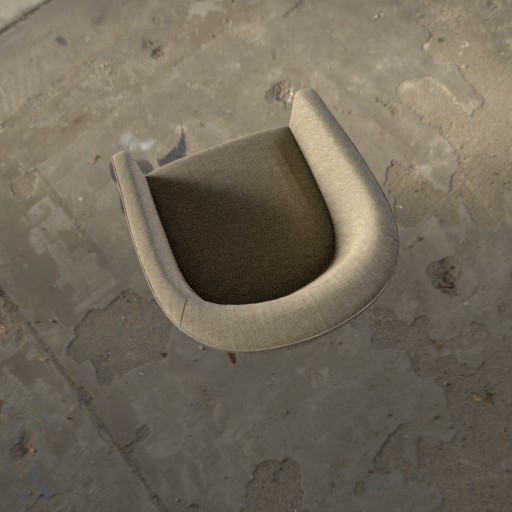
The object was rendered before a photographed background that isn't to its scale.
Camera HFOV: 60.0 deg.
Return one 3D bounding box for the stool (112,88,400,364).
[{"bbox_3d":[0.000,0.000,1.353,0.559,0.952,0.635,-21,75,-6],"label":"stool"}]
